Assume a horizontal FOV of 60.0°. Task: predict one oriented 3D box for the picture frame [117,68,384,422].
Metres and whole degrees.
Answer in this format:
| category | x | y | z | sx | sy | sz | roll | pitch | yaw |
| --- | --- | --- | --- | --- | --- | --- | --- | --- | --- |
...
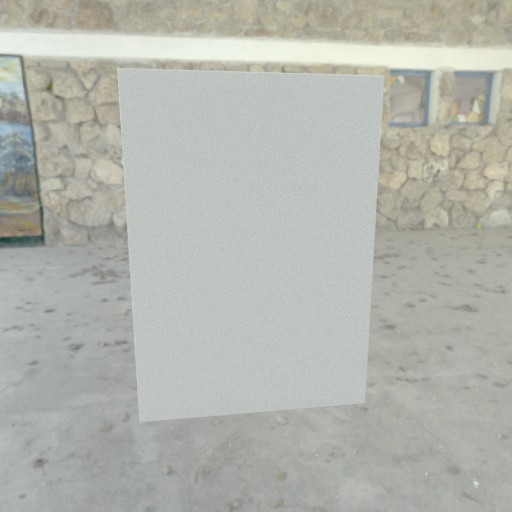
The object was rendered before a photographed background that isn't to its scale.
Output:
| category | x | y | z | sx | sy | sz | roll | pitch | yaw |
| --- | --- | --- | --- | --- | --- | --- | --- | --- | --- |
| picture frame | 0.000 | 0.000 | 0.688 | 0.381 | 0.534 | 0.012 | -2 | 13 | -8 |
